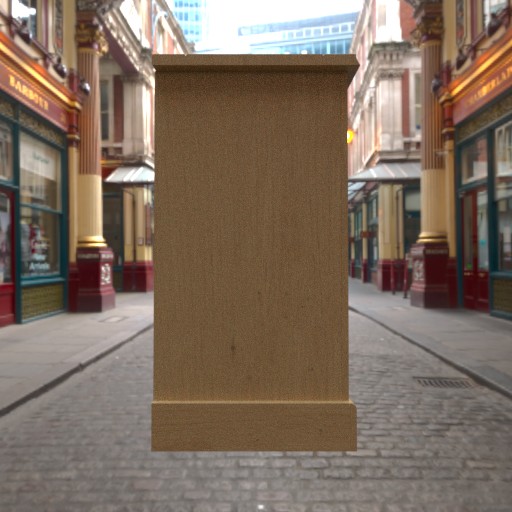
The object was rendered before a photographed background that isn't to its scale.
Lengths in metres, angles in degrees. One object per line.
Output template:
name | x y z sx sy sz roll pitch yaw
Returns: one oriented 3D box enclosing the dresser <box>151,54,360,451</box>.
dresser | 0.000 0.000 1.383 0.440 0.835 0.915 0 -1 0
